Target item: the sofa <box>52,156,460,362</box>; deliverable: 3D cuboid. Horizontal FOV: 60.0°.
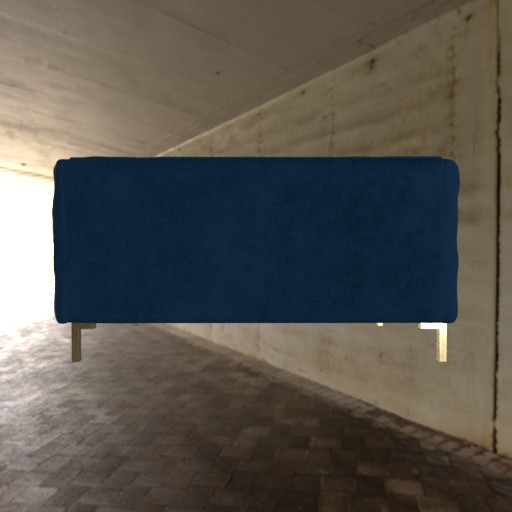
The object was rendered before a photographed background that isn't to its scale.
[{"bbox_3d":[0.000,0.000,2.132,1.583,0.810,0.909,0,1,0],"label":"sofa"}]
